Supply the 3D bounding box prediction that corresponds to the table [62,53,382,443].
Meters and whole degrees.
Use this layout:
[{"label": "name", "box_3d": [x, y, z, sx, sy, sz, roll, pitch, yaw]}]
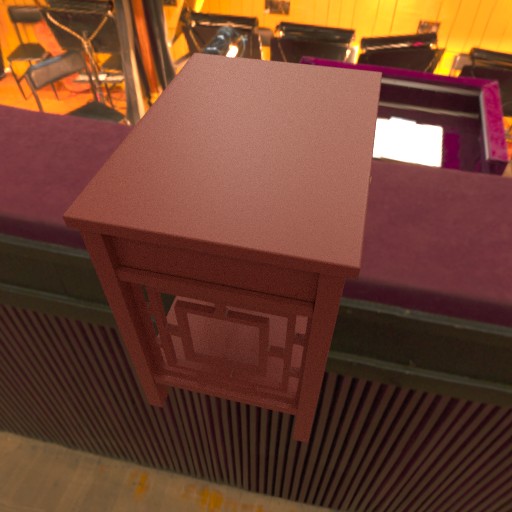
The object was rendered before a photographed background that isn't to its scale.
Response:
[{"label": "table", "box_3d": [0.000, 0.000, 1.074, 0.451, 0.686, 0.599, 10, 48, 9]}]
